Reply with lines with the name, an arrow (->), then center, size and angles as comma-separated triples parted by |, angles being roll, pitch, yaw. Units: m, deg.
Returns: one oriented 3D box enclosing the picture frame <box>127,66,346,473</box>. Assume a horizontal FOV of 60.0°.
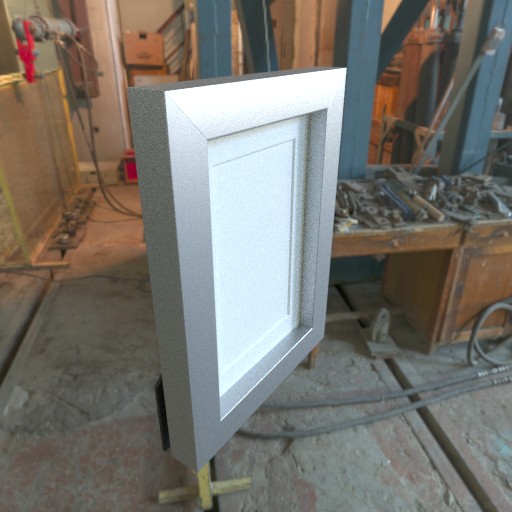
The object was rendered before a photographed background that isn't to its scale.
picture frame -> 0.000, 0.000, 0.274 | 0.028, 0.208, 0.157 | 17, 31, 31
